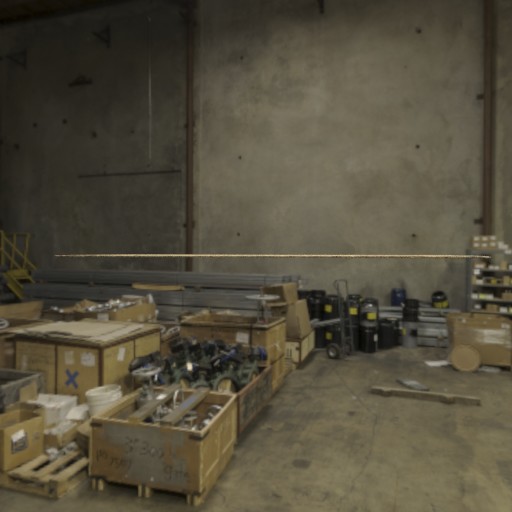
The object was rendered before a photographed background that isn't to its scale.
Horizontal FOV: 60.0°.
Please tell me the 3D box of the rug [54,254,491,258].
[{"bbox_3d":[0.000,0.000,2.929,2.664,0.011,0.762,0,0,19],"label":"rug"}]
